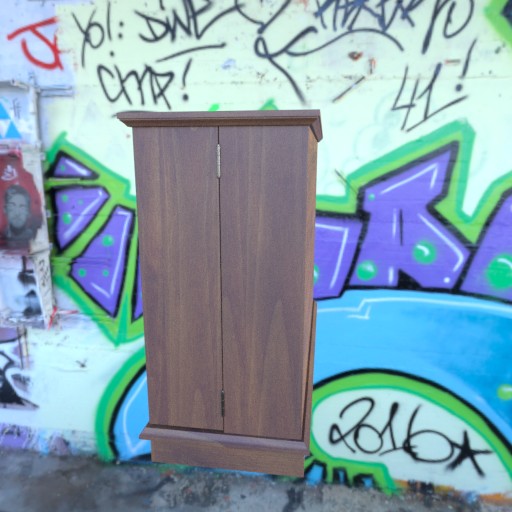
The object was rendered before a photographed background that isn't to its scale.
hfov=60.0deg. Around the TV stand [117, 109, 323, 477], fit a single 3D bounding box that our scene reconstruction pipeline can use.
[{"bbox_3d":[0.000,0.000,1.466,0.406,0.813,1.067,2,13,8],"label":"TV stand"}]
